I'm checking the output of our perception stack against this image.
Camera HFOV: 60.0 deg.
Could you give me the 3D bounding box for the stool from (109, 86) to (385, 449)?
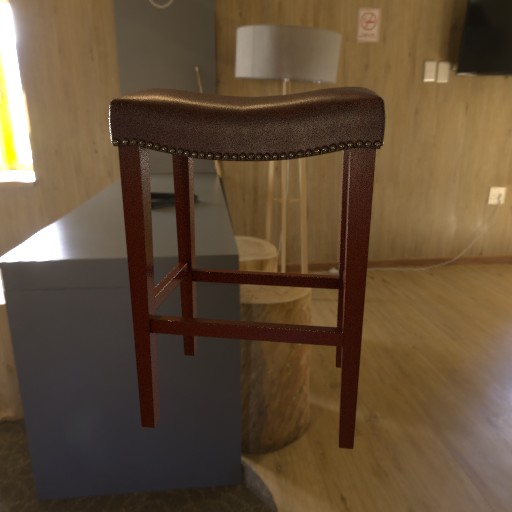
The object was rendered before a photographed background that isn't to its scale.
[{"bbox_3d":[0.000,0.000,1.049,0.504,0.742,0.372,3,18,8],"label":"stool"}]
